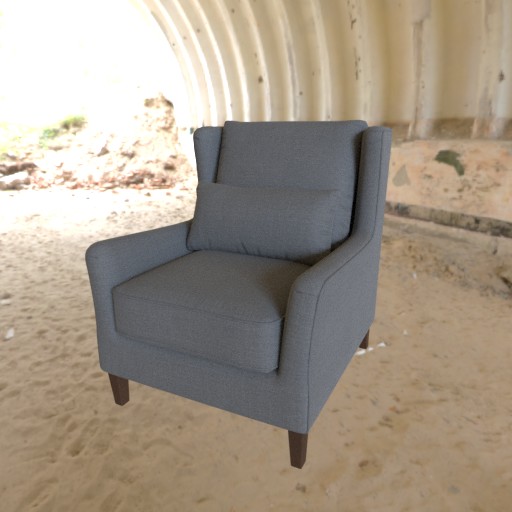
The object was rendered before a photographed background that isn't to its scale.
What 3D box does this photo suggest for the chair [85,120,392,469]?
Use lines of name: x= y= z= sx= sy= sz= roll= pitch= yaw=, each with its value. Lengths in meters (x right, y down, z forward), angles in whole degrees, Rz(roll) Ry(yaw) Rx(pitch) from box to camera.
chair: x=0.000 y=0.000 z=1.783 sx=0.866 sy=1.056 sz=1.040 roll=8 pitch=18 yaw=26
